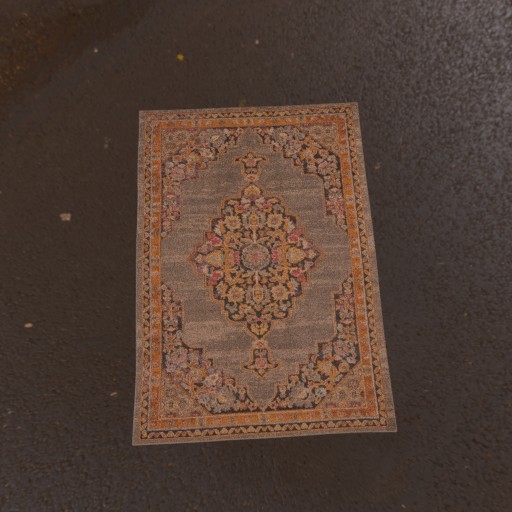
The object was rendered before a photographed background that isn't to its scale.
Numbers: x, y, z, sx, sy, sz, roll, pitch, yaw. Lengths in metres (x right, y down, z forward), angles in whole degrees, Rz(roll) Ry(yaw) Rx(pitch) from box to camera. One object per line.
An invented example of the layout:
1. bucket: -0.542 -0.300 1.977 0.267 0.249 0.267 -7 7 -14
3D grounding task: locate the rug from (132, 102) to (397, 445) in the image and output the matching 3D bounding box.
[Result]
1. rug: 0.000 0.000 3.766 2.043 0.026 2.901 -3 75 -1
